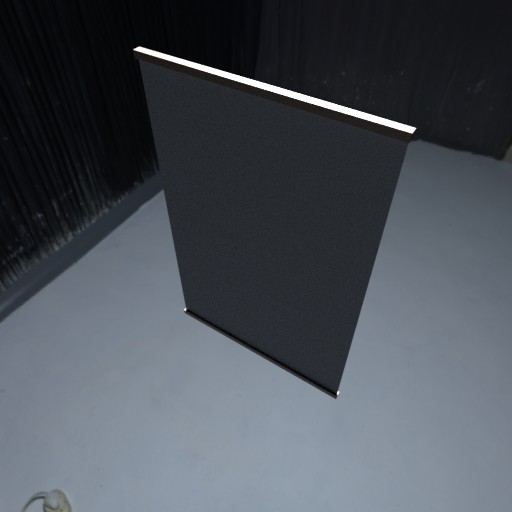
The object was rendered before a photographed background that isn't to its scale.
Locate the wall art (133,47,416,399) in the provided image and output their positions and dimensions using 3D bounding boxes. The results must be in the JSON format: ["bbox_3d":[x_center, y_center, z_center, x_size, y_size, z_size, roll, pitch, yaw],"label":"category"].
[{"bbox_3d":[0.000,0.000,1.899,0.990,1.519,0.030,25,51,22],"label":"wall art"}]
